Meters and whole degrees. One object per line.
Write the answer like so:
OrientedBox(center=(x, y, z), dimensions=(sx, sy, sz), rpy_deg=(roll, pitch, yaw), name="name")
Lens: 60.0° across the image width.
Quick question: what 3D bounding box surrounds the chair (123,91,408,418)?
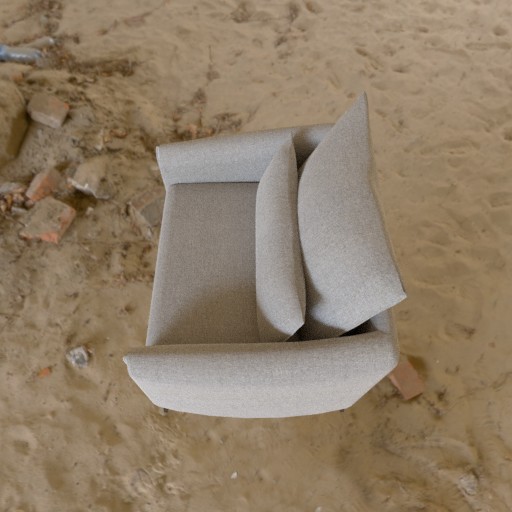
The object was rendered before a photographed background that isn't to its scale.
OrientedBox(center=(0.000, 0.000, 1.625), dimensions=(0.801, 0.856, 1.029), rpy_deg=(0, 58, 0), name="chair")
